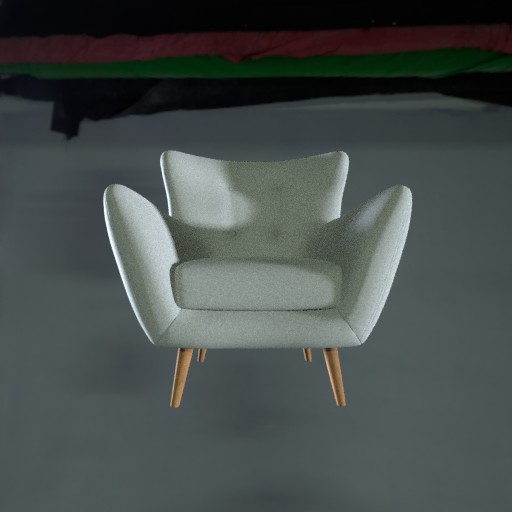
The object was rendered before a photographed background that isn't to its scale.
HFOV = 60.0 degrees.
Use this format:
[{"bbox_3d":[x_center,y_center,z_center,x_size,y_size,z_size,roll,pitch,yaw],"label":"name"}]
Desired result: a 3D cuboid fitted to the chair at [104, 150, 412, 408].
[{"bbox_3d":[0.000,0.000,1.643,0.890,0.889,0.889,0,-1,-1],"label":"chair"}]
